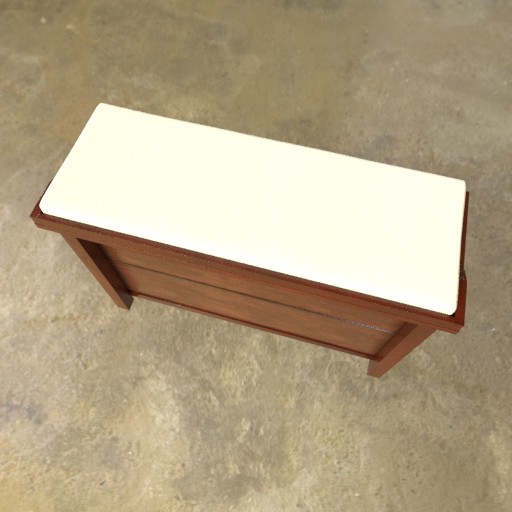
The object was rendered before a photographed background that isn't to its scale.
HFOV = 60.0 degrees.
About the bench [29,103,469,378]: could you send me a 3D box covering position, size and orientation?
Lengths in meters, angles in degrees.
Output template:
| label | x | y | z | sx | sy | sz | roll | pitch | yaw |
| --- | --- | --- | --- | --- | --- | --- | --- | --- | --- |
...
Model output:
| label | x | y | z | sx | sy | sz | roll | pitch | yaw |
| --- | --- | --- | --- | --- | --- | --- | --- | --- | --- |
| bench | 0.000 | 0.000 | 1.301 | 0.987 | 0.646 | 0.369 | 14 | 64 | 7 |
